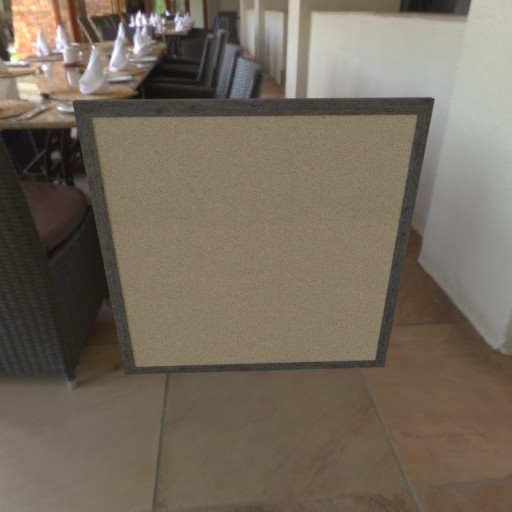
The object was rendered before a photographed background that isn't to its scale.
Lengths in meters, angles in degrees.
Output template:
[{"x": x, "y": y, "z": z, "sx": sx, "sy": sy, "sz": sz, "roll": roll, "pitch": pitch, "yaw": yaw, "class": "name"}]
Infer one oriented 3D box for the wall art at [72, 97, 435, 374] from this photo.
[{"x": 0.000, "y": 0.000, "z": 0.676, "sx": 0.457, "sy": 0.457, "sz": 0.013, "roll": -1, "pitch": 29, "yaw": -2, "class": "wall art"}]
